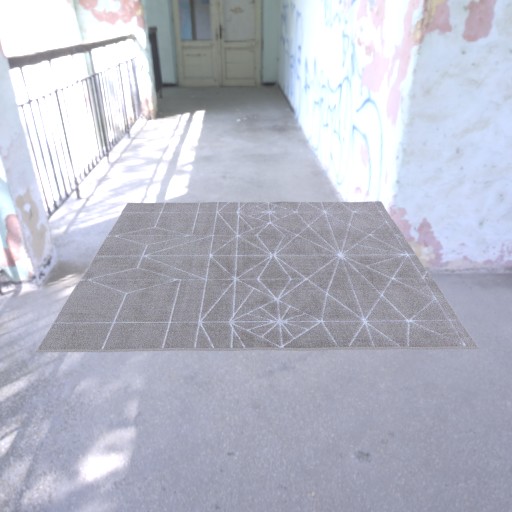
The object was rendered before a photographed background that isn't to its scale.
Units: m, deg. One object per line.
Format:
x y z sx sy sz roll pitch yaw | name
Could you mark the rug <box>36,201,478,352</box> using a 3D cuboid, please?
0.000 0.000 0.874 0.639 0.006 0.548 0 29 -1 | rug
